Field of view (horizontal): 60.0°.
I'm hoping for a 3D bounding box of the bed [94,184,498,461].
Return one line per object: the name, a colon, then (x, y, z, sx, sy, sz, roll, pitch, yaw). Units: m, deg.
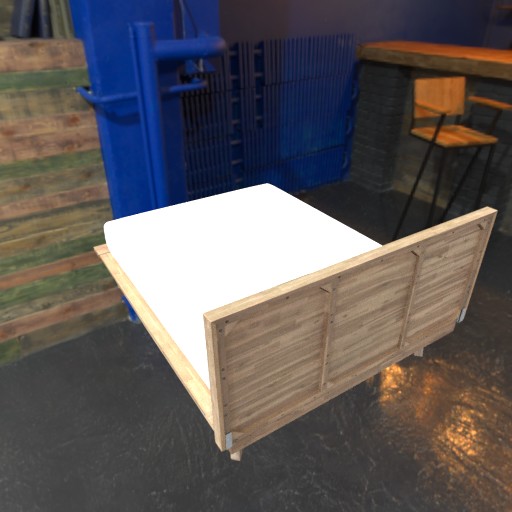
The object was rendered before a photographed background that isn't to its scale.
bed: (0.000, 0.000, 3.044, 1.759, 1.071, 2.145, -18, 35, -28)
